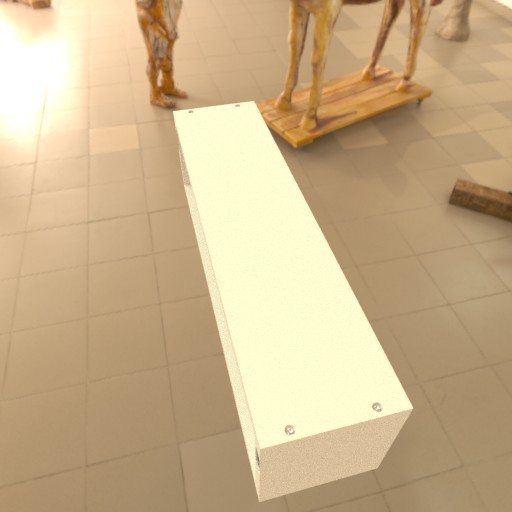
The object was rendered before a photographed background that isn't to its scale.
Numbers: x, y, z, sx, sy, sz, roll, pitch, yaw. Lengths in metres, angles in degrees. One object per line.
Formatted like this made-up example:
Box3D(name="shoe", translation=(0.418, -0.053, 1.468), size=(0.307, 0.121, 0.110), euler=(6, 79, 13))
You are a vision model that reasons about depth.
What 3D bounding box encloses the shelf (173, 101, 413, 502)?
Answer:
Box3D(name="shelf", translation=(0.000, 0.000, 0.669), size=(0.150, 0.170, 0.610), euler=(-11, 48, -10))
